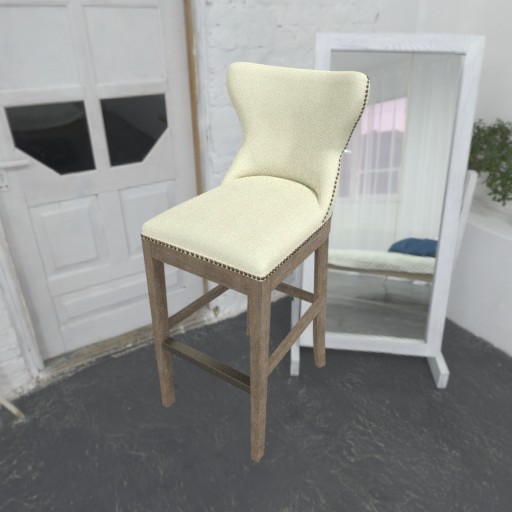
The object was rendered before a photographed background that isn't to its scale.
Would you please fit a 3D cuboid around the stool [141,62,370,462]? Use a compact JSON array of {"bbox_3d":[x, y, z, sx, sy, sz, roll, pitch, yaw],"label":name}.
[{"bbox_3d":[0.000,0.000,1.472,0.494,1.123,0.606,19,35,29],"label":"stool"}]
